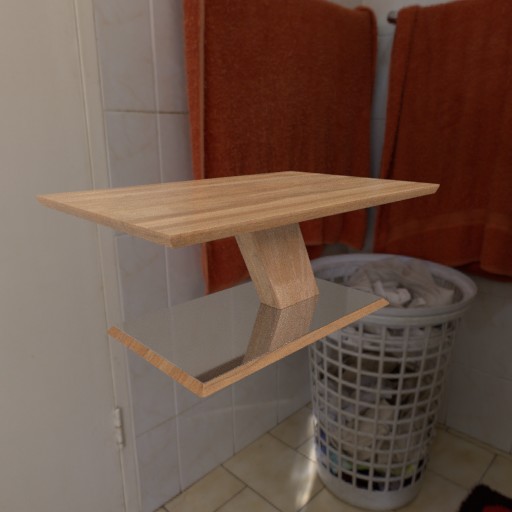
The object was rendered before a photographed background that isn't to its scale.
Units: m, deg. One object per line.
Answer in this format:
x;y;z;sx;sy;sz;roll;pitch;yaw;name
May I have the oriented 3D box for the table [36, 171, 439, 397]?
0.000;0.000;1.468;1.100;0.441;0.692;-15;22;-42;table
